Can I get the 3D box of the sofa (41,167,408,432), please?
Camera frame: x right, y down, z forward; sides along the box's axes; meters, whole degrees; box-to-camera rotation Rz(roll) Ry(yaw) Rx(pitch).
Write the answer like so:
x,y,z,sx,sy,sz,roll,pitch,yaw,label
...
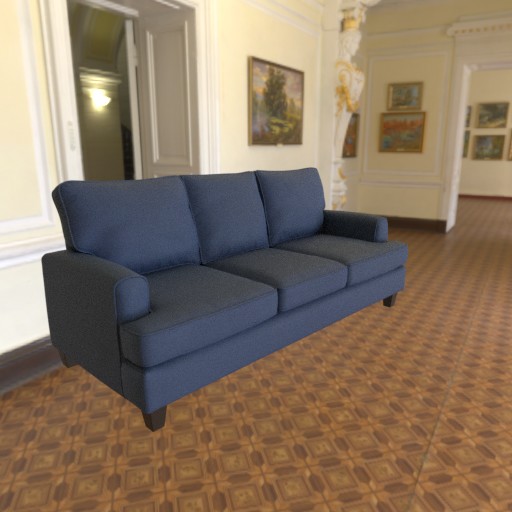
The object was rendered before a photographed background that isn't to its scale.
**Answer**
x,y,z,sx,sy,sz,roll,pitch,yaw,label
0.000,0.000,2.652,0.951,0.965,2.158,13,19,42,sofa
